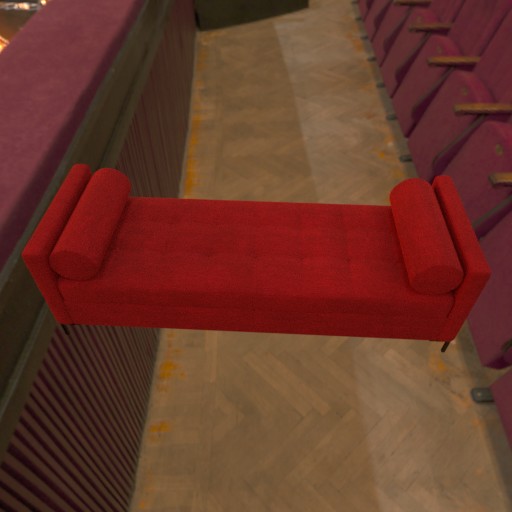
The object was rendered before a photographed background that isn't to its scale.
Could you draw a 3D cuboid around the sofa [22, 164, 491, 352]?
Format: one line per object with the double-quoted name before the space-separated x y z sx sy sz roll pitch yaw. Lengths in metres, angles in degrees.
"sofa" 0.000 0.000 2.299 1.981 0.635 0.686 2 46 2
